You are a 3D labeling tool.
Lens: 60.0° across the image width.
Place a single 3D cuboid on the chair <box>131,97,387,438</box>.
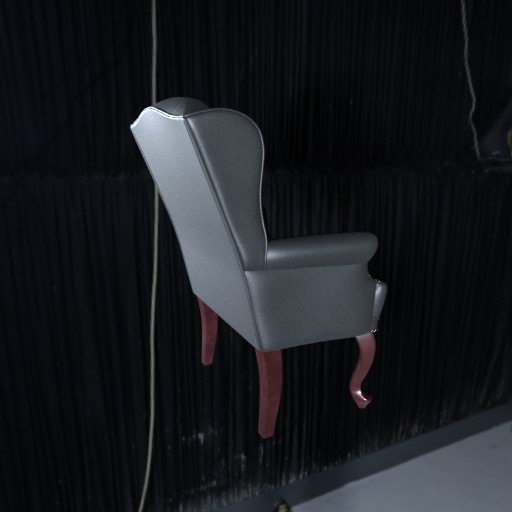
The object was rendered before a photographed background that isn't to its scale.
[{"bbox_3d":[0.000,0.000,1.685,0.762,1.111,0.838,-7,16,-26],"label":"chair"}]
